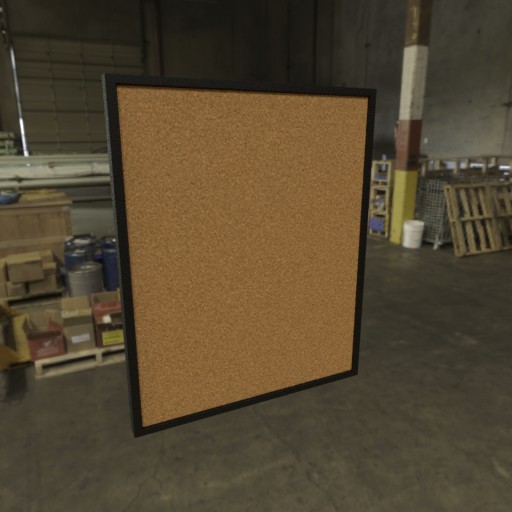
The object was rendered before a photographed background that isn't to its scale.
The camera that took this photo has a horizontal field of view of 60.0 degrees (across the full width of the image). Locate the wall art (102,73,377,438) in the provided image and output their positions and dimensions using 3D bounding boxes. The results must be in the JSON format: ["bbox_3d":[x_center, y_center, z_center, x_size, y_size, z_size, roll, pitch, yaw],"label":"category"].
[{"bbox_3d":[0.000,0.000,0.764,0.457,0.559,0.029,-7,17,-25],"label":"wall art"}]
